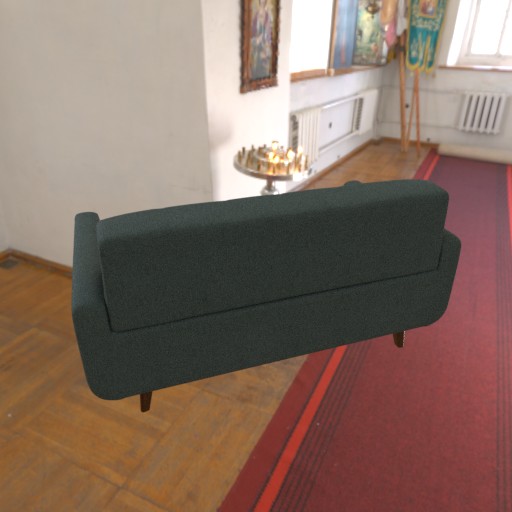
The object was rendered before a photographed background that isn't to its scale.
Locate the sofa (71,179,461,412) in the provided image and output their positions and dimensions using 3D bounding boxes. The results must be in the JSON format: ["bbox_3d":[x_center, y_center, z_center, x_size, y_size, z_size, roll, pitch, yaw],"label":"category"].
[{"bbox_3d":[0.000,0.000,2.158,1.631,0.841,0.909,-9,29,-17],"label":"sofa"}]
